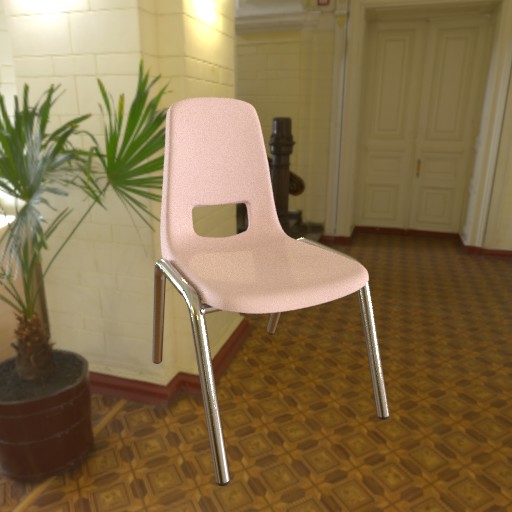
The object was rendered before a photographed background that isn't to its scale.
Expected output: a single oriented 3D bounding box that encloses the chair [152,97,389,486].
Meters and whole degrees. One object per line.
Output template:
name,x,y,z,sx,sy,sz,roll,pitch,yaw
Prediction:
chair,0.000,0.000,0.848,0.354,0.586,0.423,-9,20,-27
